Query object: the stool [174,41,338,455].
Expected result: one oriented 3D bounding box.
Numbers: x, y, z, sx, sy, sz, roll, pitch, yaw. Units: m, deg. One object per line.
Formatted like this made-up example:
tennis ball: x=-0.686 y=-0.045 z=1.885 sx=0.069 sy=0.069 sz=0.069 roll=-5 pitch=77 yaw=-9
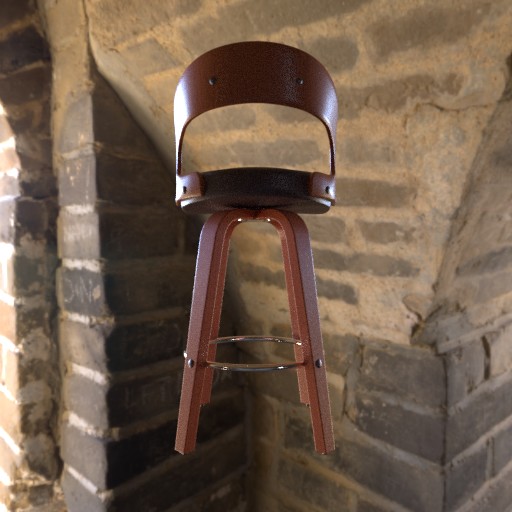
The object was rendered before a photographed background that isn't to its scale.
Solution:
stool: x=0.000 y=0.000 z=1.191 sx=0.457 sy=0.940 sz=0.457 roll=0 pitch=0 yaw=0
